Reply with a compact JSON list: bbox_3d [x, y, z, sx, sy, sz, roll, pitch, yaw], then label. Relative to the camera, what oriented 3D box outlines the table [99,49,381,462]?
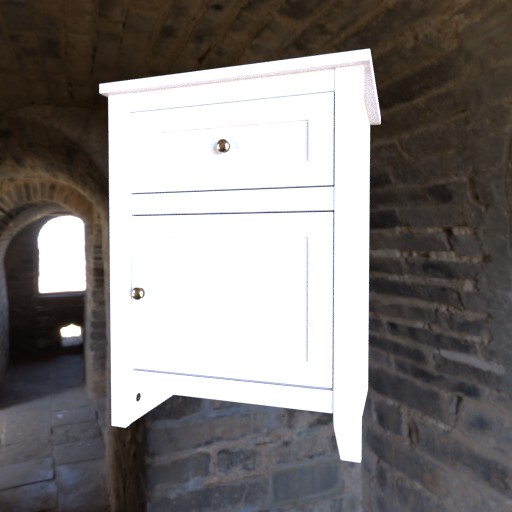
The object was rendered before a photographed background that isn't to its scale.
[{"bbox_3d":[0.000,0.000,0.924,0.480,0.635,0.381,1,2,18],"label":"table"}]
